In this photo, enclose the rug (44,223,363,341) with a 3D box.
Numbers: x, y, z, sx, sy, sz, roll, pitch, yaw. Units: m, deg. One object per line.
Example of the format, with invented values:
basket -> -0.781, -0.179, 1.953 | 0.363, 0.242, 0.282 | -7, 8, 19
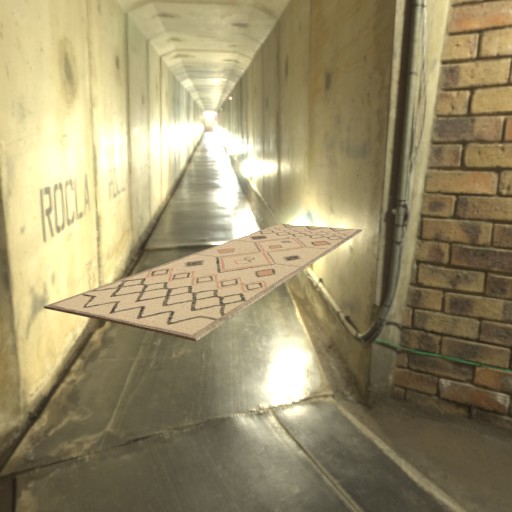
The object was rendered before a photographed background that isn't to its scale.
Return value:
rug -> 0.000, 0.000, 2.722 | 0.750, 0.011, 2.435 | 6, 15, 25
